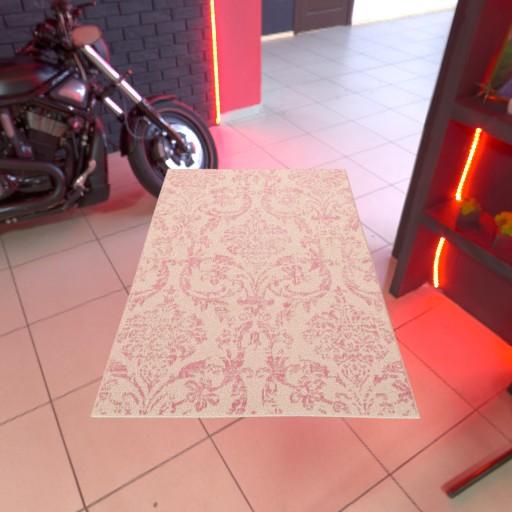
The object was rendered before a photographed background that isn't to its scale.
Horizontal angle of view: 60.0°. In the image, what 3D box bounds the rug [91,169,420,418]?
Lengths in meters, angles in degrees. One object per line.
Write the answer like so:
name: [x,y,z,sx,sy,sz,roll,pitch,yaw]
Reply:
rug: [0.000,0.000,2.334,1.219,0.012,1.839,0,40,0]
